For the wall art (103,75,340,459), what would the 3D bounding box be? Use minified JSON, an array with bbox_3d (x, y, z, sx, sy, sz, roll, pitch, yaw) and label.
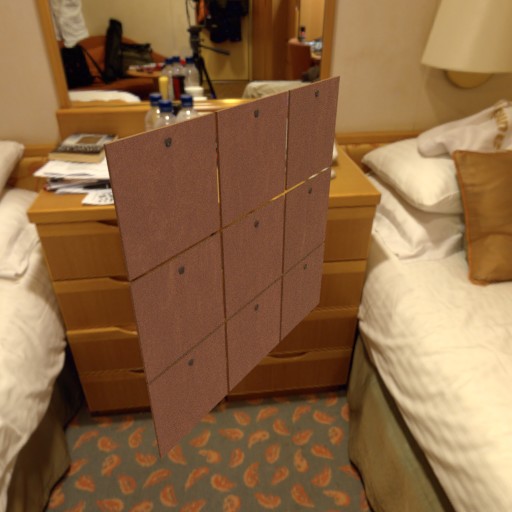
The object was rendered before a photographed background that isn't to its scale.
[{"bbox_3d":[0.000,0.000,2.250,0.023,1.522,1.526,21,37,30],"label":"wall art"}]
